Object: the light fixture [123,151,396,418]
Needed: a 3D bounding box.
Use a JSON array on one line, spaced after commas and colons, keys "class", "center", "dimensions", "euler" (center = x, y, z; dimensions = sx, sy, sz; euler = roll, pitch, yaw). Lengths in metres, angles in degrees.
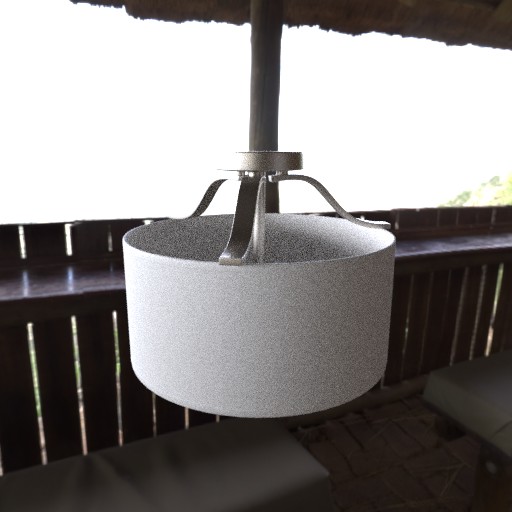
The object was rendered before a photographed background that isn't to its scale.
[{"class": "light fixture", "center": [0.000, 0.000, 0.660], "dimensions": [0.395, 0.304, 0.395], "euler": [0, 13, 0]}]
